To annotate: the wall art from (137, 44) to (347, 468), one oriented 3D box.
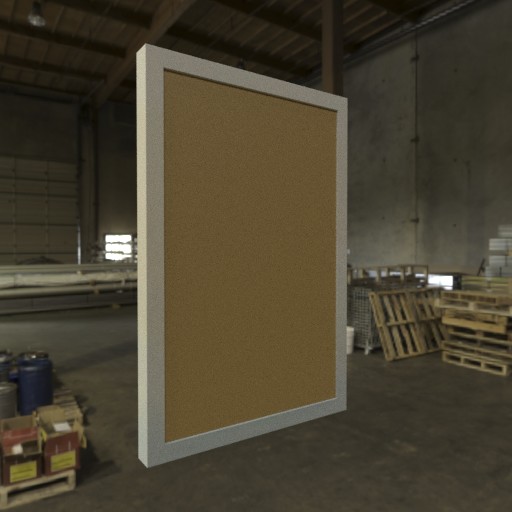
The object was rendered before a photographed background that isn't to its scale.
[{"bbox_3d":[0.000,0.000,0.768,0.408,0.611,0.038,-1,1,-35],"label":"wall art"}]
